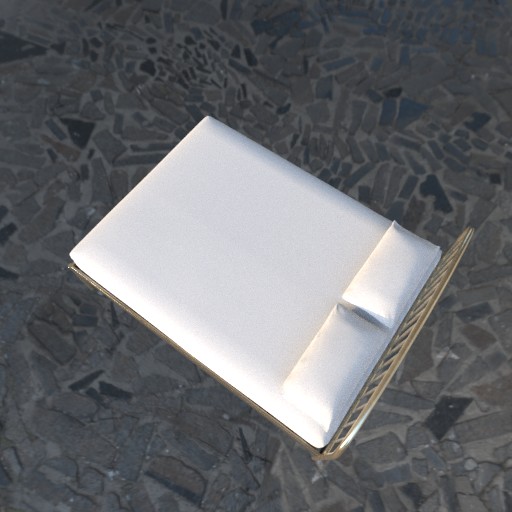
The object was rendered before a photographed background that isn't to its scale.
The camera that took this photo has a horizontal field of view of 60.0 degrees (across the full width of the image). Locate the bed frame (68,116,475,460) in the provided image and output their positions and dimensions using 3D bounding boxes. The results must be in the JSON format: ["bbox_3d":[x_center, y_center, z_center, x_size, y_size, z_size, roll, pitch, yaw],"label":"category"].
[{"bbox_3d":[0.000,0.000,3.053,2.152,1.175,1.612,33,69,14],"label":"bed frame"}]
